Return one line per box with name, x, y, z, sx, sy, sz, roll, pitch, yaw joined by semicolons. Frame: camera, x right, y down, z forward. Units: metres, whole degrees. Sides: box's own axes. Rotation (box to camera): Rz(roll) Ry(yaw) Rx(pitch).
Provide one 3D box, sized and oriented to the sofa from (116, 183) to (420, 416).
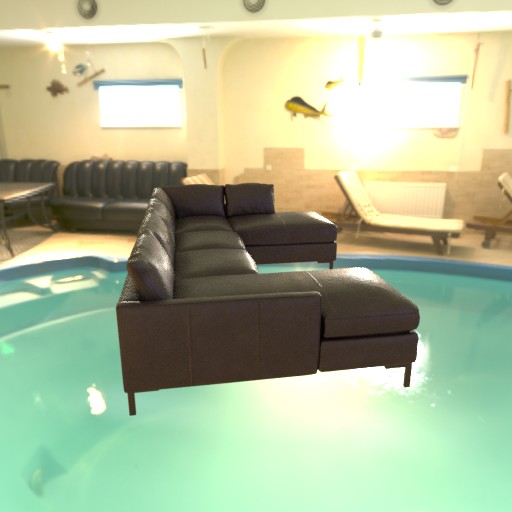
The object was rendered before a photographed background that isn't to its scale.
sofa;0.000;0.000;3.815;1.939;0.900;2.956;-3;17;-9
